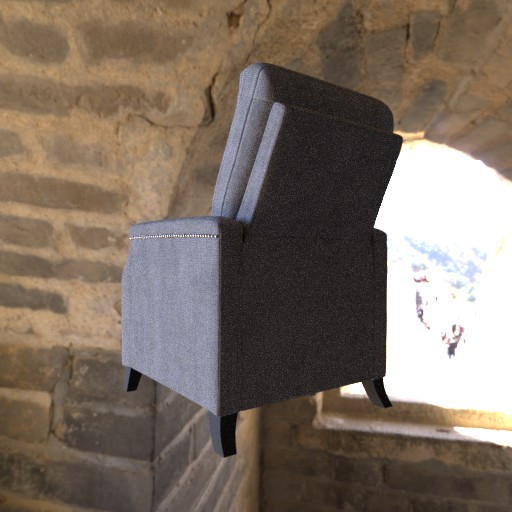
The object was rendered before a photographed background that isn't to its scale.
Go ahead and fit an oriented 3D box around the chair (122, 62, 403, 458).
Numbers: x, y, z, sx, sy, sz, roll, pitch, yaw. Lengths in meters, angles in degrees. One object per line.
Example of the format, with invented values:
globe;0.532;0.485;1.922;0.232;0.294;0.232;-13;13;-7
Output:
chair;0.000;0.000;1.611;0.710;1.049;0.922;0;-1;-36
